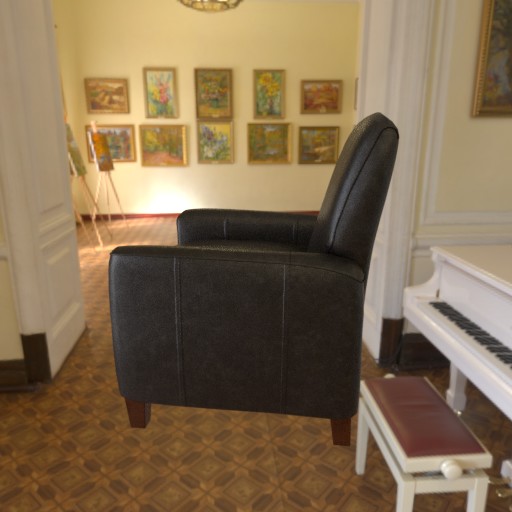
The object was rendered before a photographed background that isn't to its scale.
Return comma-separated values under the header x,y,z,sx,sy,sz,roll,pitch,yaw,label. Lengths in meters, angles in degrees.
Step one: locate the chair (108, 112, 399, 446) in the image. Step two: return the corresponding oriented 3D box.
x,y,z,sx,sy,sz,roll,pitch,yaw,label
0.000,0.000,1.655,0.864,1.014,0.848,2,15,7,chair
